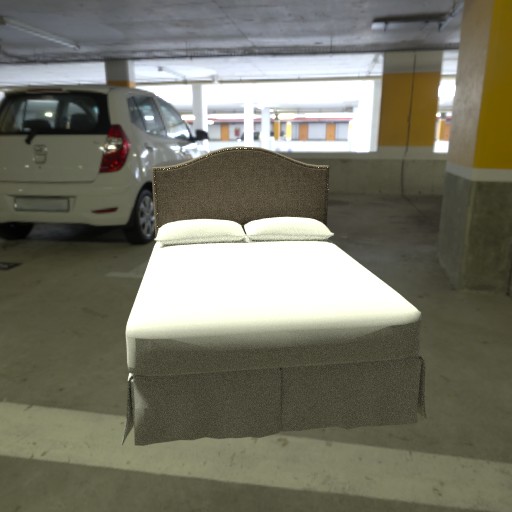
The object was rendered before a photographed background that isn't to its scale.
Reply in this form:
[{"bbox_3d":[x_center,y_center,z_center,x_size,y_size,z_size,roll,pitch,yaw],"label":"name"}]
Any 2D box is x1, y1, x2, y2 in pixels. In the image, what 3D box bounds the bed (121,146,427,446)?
[{"bbox_3d":[0.000,0.000,3.246,1.713,1.518,2.153,-2,15,-7],"label":"bed"}]
